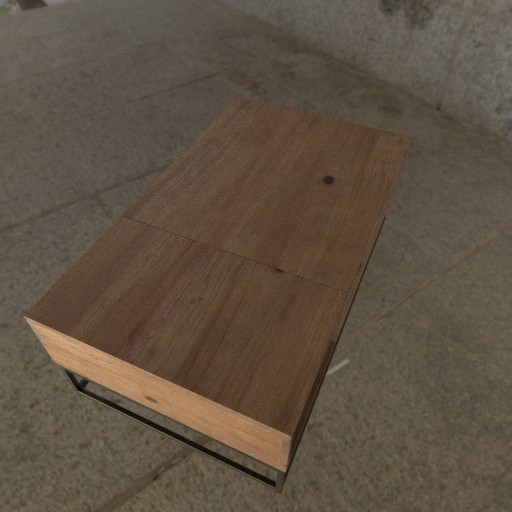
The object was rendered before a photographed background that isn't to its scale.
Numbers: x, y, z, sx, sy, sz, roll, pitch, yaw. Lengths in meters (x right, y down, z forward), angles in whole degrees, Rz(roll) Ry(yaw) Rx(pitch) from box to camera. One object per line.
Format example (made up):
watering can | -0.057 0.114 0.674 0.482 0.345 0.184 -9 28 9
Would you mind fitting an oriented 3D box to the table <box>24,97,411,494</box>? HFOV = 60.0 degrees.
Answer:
table | 0.000 0.000 1.393 0.655 0.395 1.101 19 50 16
